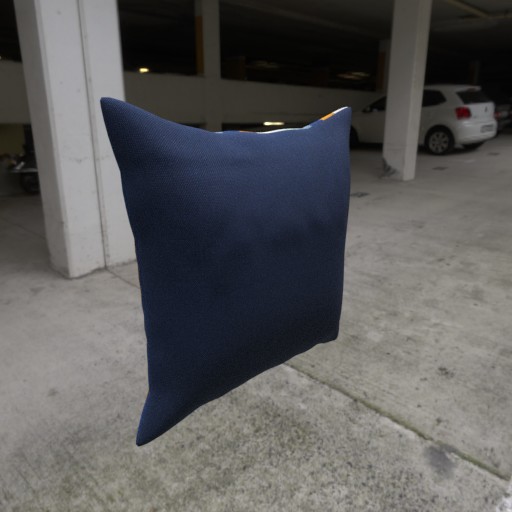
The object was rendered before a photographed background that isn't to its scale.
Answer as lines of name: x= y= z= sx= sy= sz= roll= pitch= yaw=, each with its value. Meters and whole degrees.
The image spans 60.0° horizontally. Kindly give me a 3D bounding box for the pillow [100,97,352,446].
pillow: x=0.000 y=0.000 z=0.694 sx=0.463 sy=0.454 sz=0.173 roll=-16 pitch=23 yaw=-42
